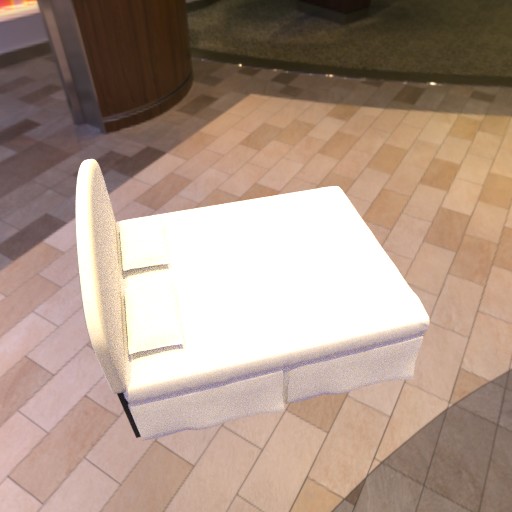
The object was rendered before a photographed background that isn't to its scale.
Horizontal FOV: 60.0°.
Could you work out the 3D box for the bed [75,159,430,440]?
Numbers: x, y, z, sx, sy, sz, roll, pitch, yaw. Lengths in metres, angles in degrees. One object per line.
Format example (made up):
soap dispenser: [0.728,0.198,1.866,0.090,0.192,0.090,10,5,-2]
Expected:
bed: [0.000,0.000,3.040,2.005,1.410,1.607,-11,45,-11]
